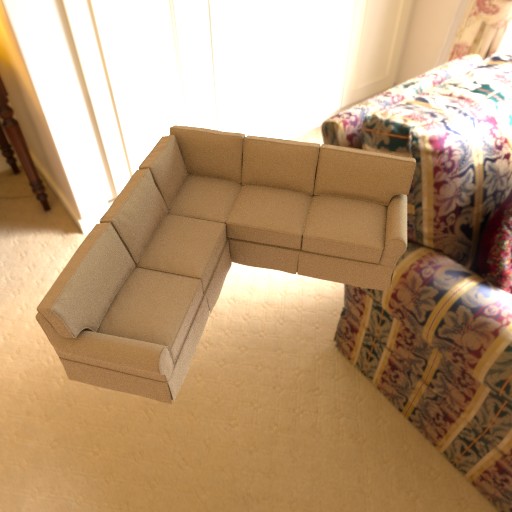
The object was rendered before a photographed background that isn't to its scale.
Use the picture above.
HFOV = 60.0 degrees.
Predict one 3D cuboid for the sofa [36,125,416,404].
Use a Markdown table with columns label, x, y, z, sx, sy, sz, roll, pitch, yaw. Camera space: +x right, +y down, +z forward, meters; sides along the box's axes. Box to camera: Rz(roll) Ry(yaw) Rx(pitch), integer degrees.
| label | x | y | z | sx | sy | sz | roll | pitch | yaw |
| --- | --- | --- | --- | --- | --- | --- | --- | --- | --- |
| sofa | 0.000 | 0.000 | 4.161 | 2.733 | 1.124 | 2.730 | 10 | 47 | 10 |
